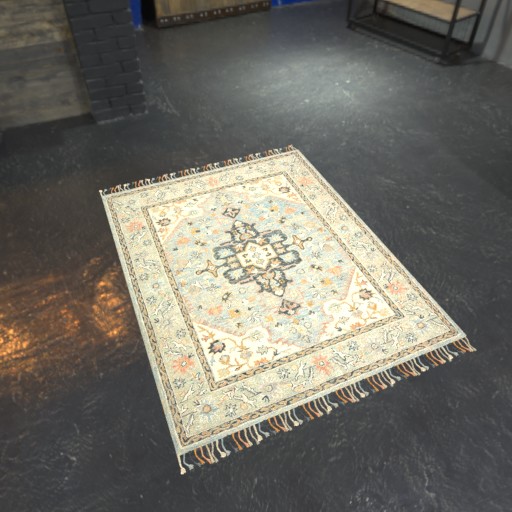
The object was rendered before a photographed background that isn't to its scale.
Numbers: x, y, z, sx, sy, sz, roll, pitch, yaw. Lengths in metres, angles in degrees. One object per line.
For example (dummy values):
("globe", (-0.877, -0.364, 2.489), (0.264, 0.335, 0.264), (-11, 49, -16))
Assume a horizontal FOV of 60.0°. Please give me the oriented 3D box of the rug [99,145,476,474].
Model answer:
("rug", (0.000, 0.000, 2.226), (1.278, 0.009, 1.730), (-17, 48, -16))
